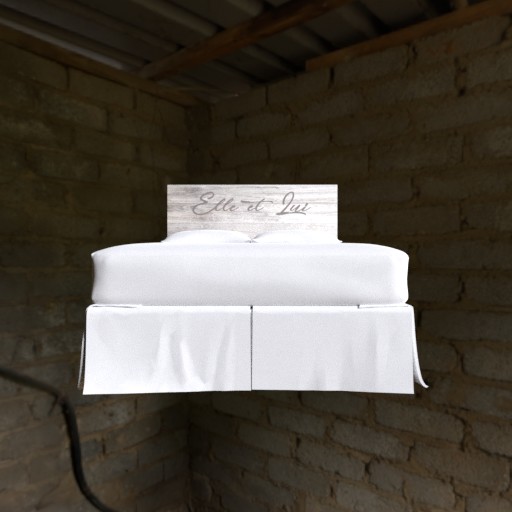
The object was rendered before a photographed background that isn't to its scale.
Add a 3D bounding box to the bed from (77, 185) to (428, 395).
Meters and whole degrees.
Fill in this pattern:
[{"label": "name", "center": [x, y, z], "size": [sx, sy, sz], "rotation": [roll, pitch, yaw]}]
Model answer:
[{"label": "bed", "center": [0.000, 0.000, 3.150], "size": [1.745, 1.335, 2.094], "rotation": [0, 0, 0]}]
